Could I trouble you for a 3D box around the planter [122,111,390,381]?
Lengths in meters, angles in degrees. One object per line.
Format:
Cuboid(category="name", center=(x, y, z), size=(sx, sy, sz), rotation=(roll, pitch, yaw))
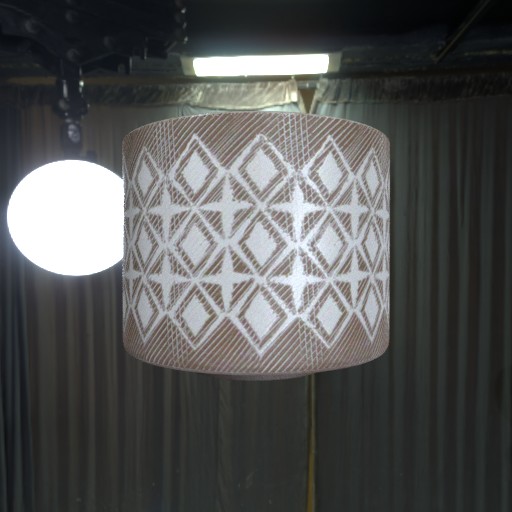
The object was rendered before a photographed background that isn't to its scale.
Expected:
Cuboid(category="planter", center=(0.000, 0.000, 0.220), size=(0.126, 0.104, 0.126), rotation=(0, 1, 0))
